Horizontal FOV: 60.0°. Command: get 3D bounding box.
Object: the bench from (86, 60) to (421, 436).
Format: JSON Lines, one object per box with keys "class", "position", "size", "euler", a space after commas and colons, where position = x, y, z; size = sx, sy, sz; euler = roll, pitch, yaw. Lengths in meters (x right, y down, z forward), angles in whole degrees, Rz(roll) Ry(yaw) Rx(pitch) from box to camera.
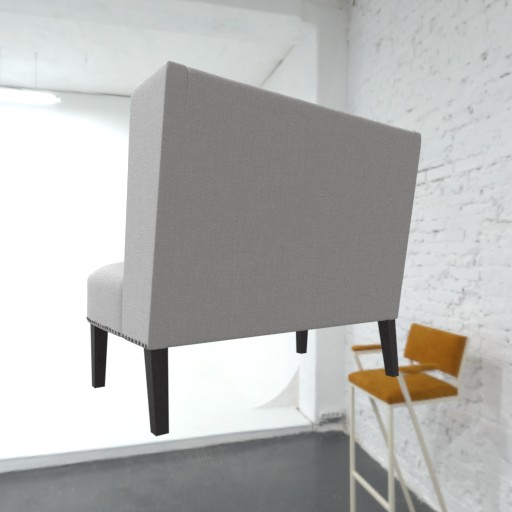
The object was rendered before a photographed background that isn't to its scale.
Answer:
{"class": "bench", "position": [0.000, 0.000, 1.977], "size": [1.280, 1.123, 0.847], "euler": [0, -1, -36]}
